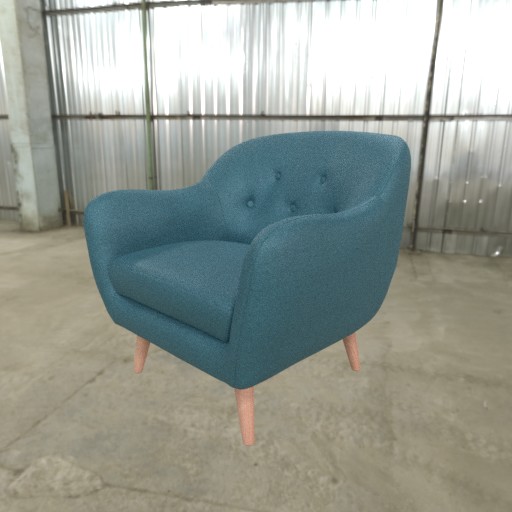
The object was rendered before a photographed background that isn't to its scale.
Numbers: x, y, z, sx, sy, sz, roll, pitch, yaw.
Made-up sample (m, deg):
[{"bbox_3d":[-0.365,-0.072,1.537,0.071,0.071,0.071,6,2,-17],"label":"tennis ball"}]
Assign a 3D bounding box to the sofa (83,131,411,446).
[{"bbox_3d":[0.000,0.000,1.490,0.836,0.817,0.825,14,20,42],"label":"sofa"}]
